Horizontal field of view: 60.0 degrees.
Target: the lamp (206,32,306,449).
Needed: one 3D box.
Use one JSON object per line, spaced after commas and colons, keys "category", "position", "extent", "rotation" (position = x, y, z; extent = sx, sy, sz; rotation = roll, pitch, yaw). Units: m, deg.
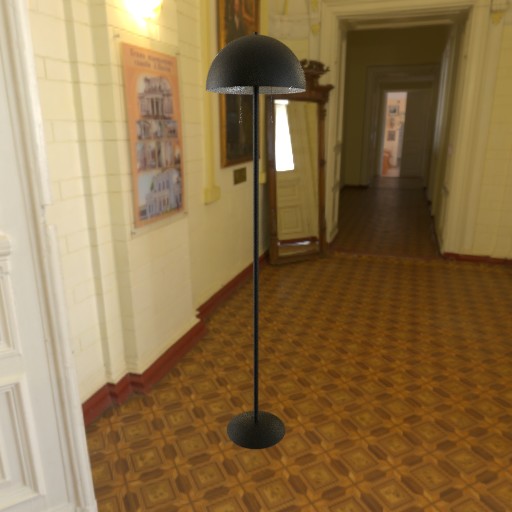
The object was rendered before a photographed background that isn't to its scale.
{"category": "lamp", "position": [0.000, 0.000, 1.615], "extent": [0.328, 1.480, 0.328], "rotation": [-8, 18, -25]}
